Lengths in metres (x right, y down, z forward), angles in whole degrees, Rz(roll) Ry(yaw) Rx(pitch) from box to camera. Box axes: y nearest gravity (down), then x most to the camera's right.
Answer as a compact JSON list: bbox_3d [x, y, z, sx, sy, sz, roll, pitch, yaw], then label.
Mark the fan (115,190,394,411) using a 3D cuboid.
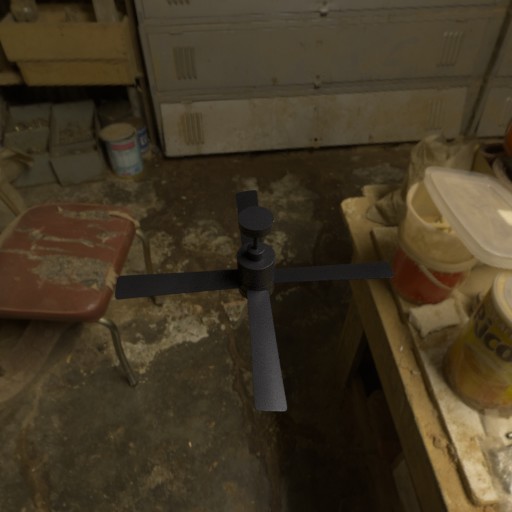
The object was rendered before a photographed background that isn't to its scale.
[{"bbox_3d":[0.000,0.000,2.318,1.525,0.534,1.525,-3,47,-3],"label":"fan"}]
